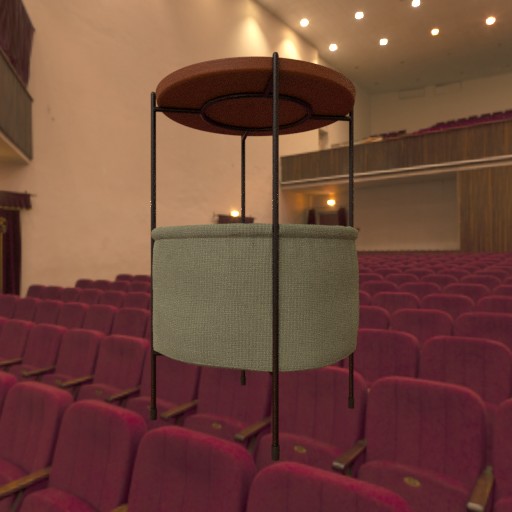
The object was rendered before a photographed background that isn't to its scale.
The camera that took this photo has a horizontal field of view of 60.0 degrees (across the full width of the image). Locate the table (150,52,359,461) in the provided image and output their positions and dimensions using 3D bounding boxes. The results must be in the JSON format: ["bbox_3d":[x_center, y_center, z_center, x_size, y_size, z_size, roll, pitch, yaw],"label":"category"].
[{"bbox_3d":[0.000,0.000,0.876,0.400,0.623,0.400,0,0,36],"label":"table"}]
